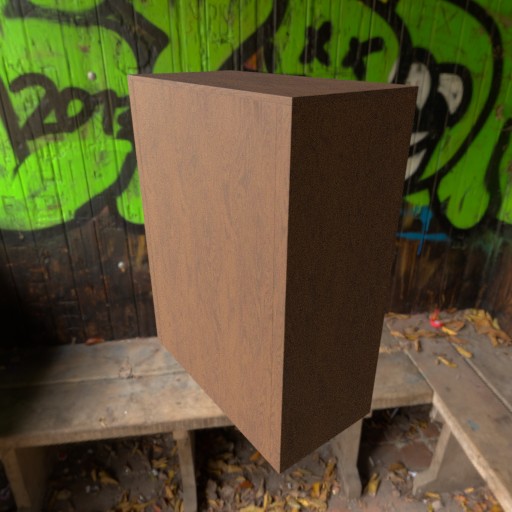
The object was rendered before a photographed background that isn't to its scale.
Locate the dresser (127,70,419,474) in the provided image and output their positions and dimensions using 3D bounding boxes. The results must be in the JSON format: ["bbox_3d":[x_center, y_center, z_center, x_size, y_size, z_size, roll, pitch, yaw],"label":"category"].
[{"bbox_3d":[0.000,0.000,1.778,0.516,1.320,0.964,-18,31,-33],"label":"dresser"}]
